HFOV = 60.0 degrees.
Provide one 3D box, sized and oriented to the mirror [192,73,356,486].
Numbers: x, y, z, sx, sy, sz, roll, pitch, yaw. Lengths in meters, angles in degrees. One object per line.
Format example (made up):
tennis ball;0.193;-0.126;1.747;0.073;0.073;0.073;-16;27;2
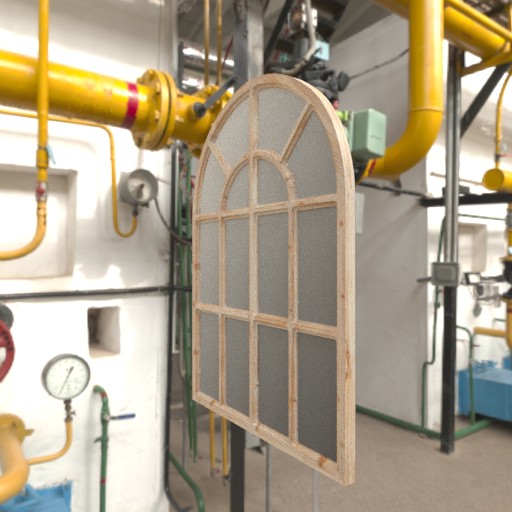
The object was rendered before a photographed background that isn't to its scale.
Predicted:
mirror;0.000;0.000;1.163;0.032;0.920;0.660;0;0;-35
